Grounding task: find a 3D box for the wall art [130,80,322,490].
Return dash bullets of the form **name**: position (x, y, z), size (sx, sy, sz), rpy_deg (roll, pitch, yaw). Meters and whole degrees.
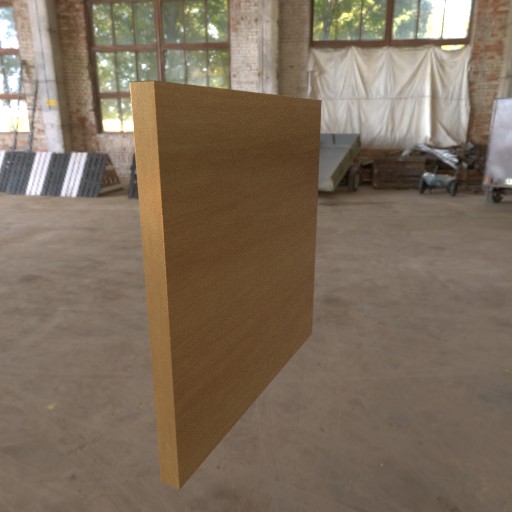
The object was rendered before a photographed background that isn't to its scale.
- **wall art**: position (0.000, 0.000, 0.439), size (0.019, 0.302, 0.302), rpy_deg (9, 19, 26)
